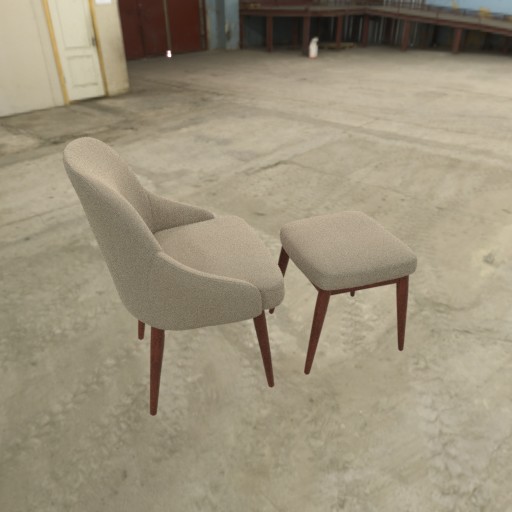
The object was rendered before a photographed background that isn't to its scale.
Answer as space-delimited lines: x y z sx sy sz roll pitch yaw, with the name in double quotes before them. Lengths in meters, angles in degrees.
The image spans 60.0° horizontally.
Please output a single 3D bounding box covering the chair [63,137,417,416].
"chair" 0.000 0.000 1.576 1.114 0.866 0.584 -10 32 -16
